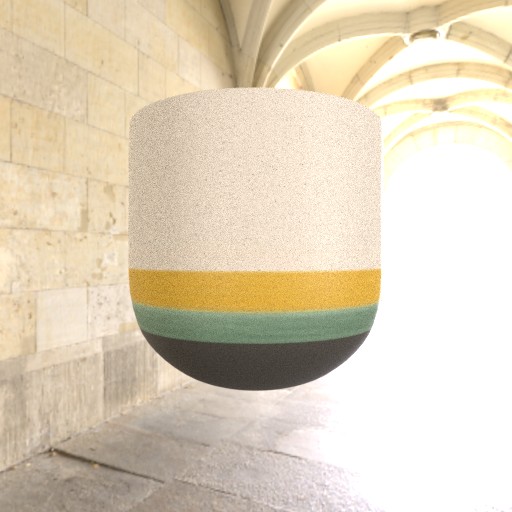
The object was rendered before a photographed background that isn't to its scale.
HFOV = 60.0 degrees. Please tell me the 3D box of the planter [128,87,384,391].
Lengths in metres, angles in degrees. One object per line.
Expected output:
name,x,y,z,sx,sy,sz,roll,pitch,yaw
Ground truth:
planter,0.000,0.000,0.485,0.268,0.270,0.268,0,0,0
